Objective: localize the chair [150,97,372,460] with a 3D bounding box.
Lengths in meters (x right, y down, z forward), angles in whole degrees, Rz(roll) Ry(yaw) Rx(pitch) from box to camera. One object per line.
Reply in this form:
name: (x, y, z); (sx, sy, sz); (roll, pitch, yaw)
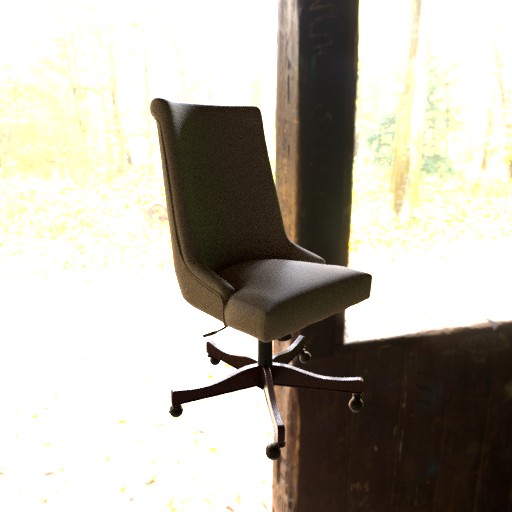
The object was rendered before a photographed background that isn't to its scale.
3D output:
chair: (0.000, 0.000, 1.484); (0.645, 1.010, 0.696); (-13, 19, -43)
